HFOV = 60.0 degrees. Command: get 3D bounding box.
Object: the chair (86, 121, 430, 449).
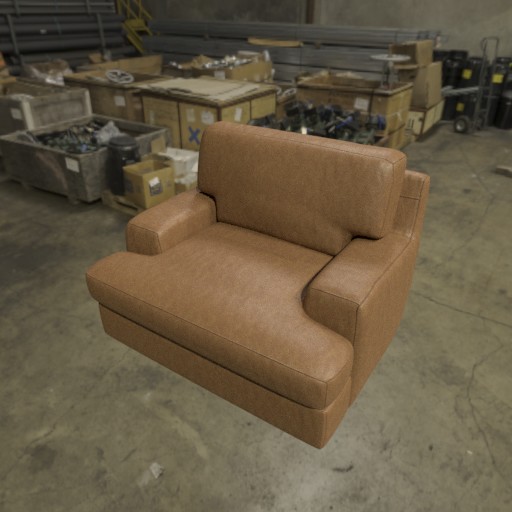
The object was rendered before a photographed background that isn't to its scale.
[{"bbox_3d":[0.000,0.000,2.044,1.276,0.978,1.050,19,35,29],"label":"chair"}]
